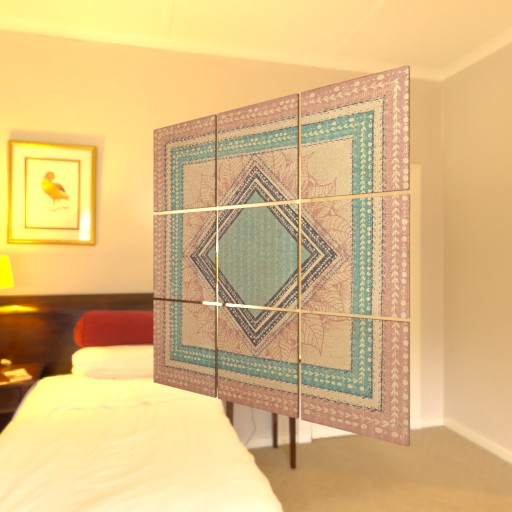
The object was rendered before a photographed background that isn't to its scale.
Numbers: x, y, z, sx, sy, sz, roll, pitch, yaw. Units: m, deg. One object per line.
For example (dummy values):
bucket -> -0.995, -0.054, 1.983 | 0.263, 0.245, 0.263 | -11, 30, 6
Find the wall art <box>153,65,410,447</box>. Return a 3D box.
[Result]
wall art -> 0.000, 0.000, 1.773 | 1.215, 1.213, 0.013 | 0, 0, 36
